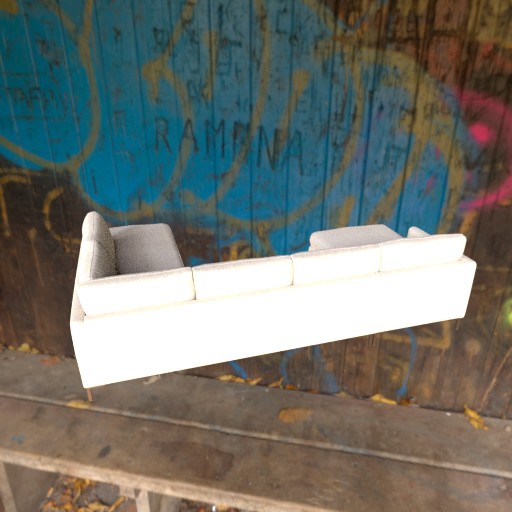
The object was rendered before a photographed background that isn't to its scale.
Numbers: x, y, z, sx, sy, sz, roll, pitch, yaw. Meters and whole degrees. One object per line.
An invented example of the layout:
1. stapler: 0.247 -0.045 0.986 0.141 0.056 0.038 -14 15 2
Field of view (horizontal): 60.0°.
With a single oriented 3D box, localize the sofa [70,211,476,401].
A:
1. sofa: 0.000 0.000 3.639 2.737 0.756 1.879 -7 26 -15
